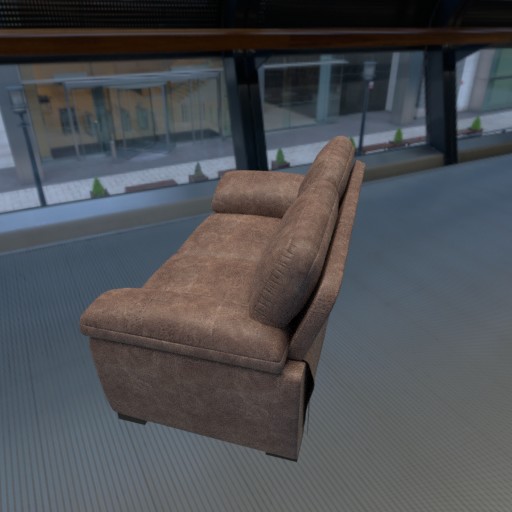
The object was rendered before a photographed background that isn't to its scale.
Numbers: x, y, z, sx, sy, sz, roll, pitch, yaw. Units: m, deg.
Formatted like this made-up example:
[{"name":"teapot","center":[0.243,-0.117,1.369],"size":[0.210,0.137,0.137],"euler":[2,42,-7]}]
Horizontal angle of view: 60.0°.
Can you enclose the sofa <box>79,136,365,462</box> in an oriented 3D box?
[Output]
[{"name":"sofa","center":[0.000,0.000,2.374],"size":[0.991,0.991,1.753],"euler":[8,30,14]}]
